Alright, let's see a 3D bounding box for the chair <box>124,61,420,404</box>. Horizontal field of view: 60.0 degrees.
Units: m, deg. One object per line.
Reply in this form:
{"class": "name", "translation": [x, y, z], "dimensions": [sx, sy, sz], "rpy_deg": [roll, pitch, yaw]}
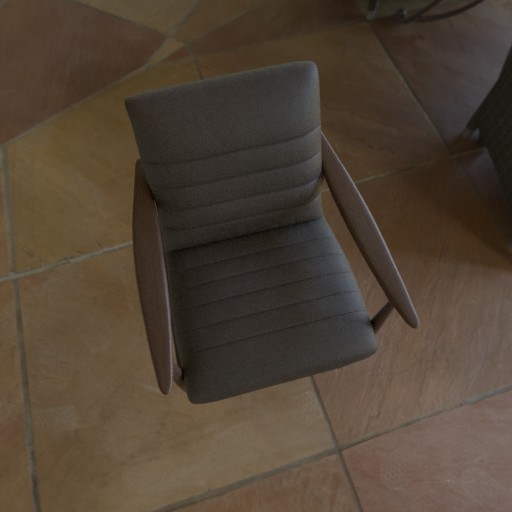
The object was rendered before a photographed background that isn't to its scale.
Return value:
{"class": "chair", "translation": [0.000, 0.000, 1.457], "dimensions": [0.741, 0.831, 0.798], "rpy_deg": [-13, 65, -6]}
